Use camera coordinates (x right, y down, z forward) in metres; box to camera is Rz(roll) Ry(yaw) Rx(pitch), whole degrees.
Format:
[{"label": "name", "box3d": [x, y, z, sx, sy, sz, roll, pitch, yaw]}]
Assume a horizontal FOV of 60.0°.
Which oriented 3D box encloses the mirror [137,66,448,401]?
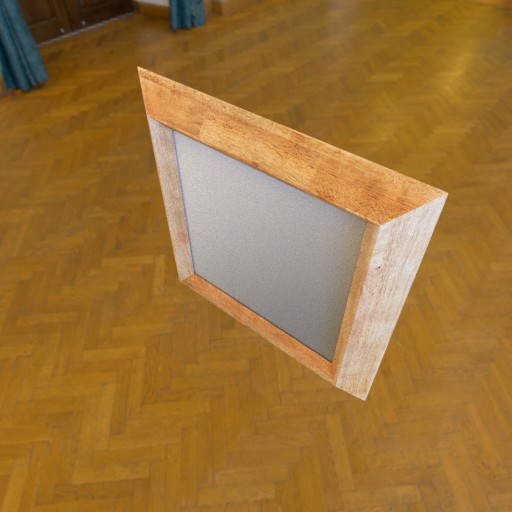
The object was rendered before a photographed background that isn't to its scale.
[{"label": "mirror", "box3d": [0.000, 0.000, 0.982, 0.651, 0.651, 0.047, 30, 54, 25]}]
